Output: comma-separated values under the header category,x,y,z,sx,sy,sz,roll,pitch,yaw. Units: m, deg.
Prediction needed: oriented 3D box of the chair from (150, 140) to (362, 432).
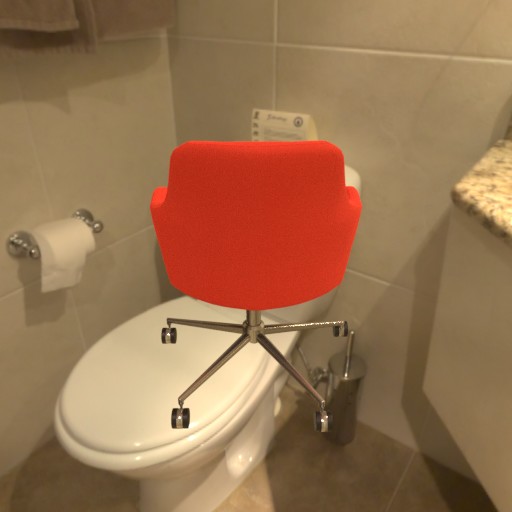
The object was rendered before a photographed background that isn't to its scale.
category,x,y,z,sx,sy,sz,roll,pitch,yaw
chair,0.000,0.000,1.287,0.655,0.820,0.600,0,31,-1
